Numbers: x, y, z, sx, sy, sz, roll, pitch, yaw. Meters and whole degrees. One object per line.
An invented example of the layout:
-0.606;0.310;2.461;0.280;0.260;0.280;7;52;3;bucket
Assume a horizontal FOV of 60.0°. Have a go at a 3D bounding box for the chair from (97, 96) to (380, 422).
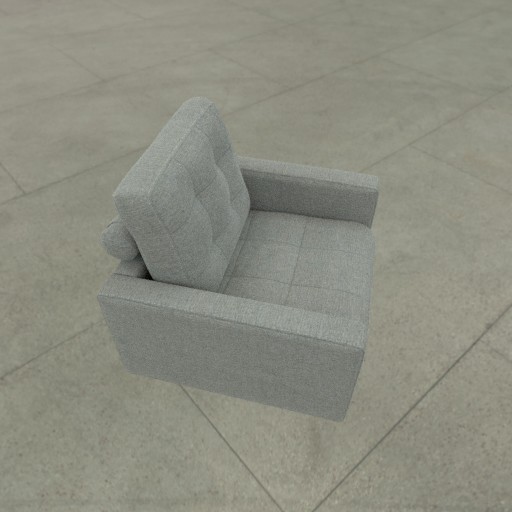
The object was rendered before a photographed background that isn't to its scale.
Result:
0.000;0.000;1.591;0.843;0.880;0.821;10;46;10;chair
